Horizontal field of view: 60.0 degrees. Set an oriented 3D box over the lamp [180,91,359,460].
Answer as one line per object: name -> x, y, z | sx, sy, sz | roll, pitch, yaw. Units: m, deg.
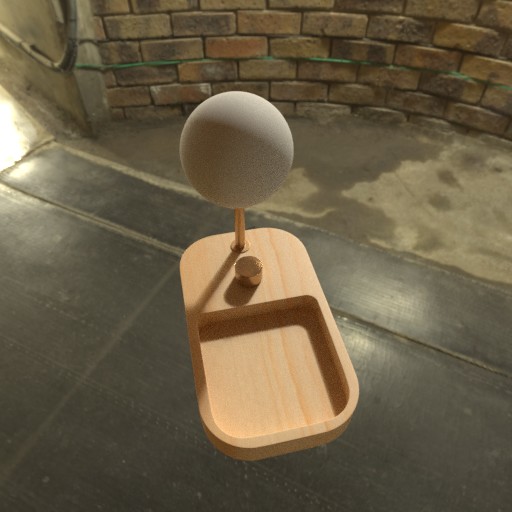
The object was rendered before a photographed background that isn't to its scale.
lamp -> 0.000, 0.000, 0.474 | 0.173, 0.253, 0.331 | -9, 49, -8
